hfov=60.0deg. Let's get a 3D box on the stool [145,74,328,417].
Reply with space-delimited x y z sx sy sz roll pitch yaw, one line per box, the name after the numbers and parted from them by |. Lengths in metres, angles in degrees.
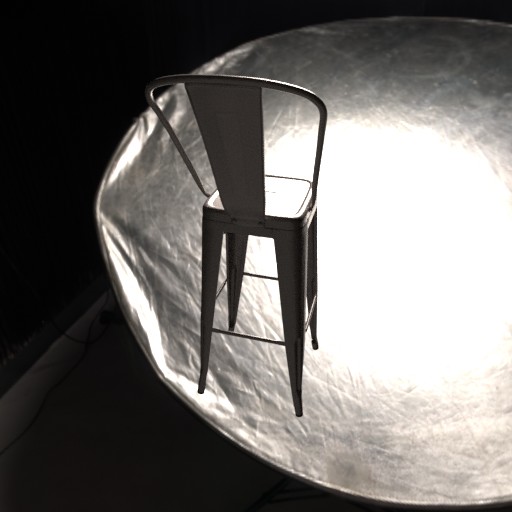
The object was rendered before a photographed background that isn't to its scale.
0.000 0.000 1.329 0.399 1.096 0.513 8 32 14 | stool
